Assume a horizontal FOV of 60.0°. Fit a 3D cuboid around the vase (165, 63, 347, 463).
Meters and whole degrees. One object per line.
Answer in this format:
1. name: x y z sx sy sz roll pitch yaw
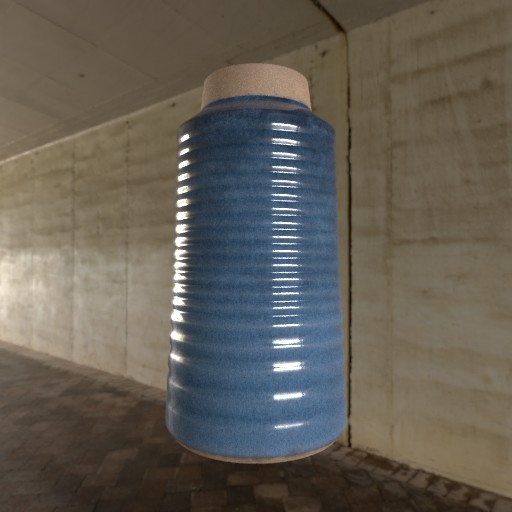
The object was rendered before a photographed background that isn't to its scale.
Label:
1. vase: 0.000 0.000 0.409 0.163 0.316 0.163 0 -1 0
